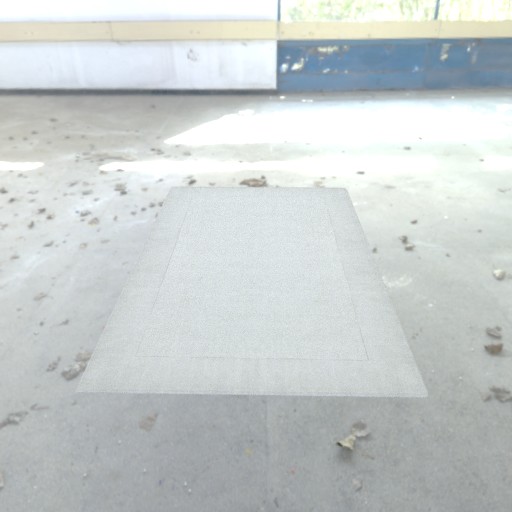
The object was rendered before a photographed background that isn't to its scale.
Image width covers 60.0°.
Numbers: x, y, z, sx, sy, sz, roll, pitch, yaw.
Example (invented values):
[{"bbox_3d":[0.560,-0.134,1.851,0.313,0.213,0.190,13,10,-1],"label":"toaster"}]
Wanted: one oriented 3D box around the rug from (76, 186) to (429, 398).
[{"bbox_3d":[0.000,0.000,2.304,1.219,0.013,1.829,1,31,1],"label":"rug"}]
